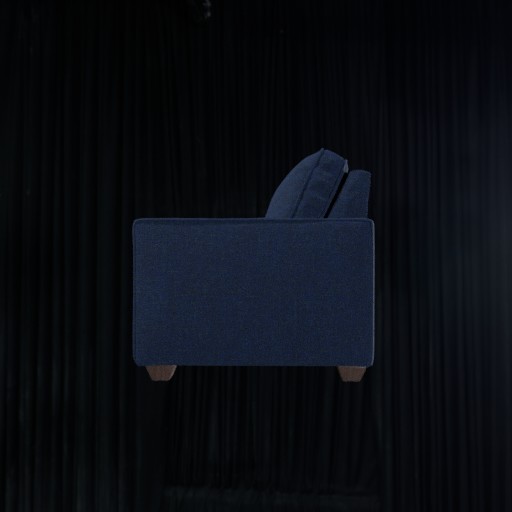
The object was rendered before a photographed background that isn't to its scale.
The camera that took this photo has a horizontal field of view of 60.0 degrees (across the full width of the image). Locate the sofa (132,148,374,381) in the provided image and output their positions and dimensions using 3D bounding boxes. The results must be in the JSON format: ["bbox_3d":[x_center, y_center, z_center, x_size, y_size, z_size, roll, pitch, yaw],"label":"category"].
[{"bbox_3d":[0.000,0.000,2.653,0.940,0.919,2.080,0,1,1],"label":"sofa"}]
